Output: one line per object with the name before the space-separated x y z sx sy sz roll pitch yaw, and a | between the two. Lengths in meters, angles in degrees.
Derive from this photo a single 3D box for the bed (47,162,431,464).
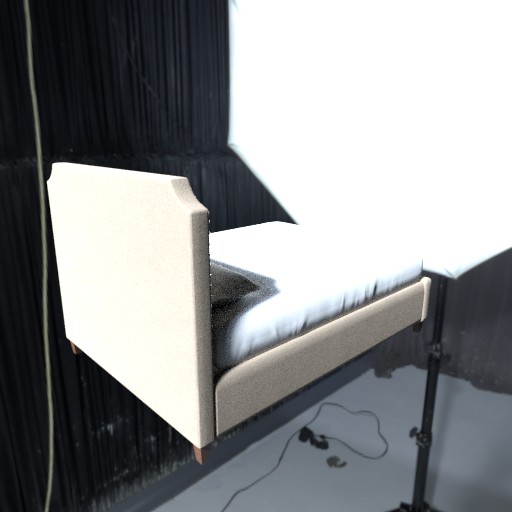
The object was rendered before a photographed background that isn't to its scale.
bed | 0.000 0.000 3.348 2.329 1.415 1.703 -14 21 -41
